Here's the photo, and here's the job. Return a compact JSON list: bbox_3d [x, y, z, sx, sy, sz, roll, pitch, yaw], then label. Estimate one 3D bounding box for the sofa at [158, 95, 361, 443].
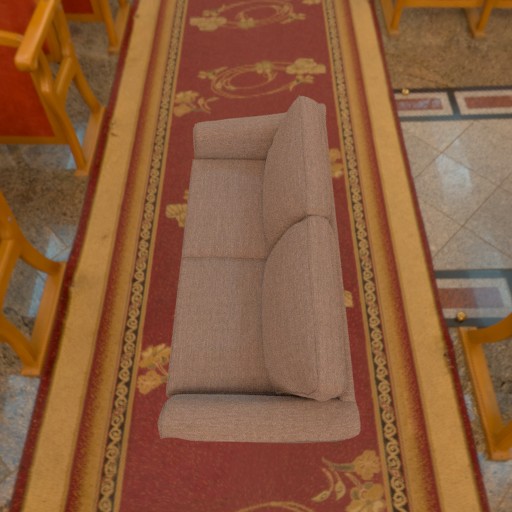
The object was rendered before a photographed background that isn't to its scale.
[{"bbox_3d":[0.000,0.000,2.824,0.980,0.965,2.270,0,58,0],"label":"sofa"}]
